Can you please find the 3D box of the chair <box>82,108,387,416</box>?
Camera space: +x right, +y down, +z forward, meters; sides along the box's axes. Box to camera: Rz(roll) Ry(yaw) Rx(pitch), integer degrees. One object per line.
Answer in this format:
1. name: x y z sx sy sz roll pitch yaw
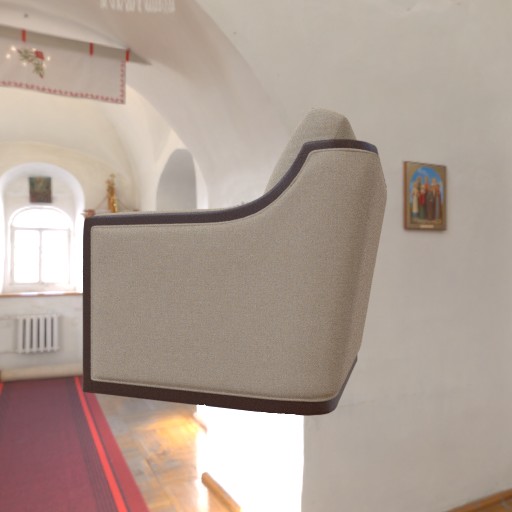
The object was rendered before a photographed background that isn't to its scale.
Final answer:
1. chair: 0.000 0.000 1.710 0.950 0.930 0.870 0 0 18
